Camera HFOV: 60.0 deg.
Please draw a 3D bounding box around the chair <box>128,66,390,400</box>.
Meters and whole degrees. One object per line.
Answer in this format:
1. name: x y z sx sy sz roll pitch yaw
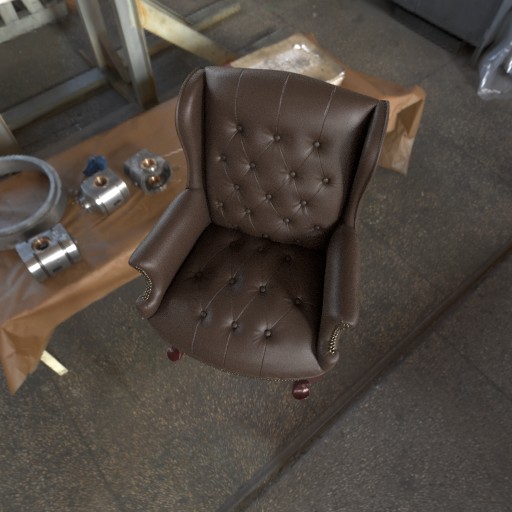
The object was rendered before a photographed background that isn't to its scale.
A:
1. chair: 0.000 0.000 1.715 0.829 1.132 0.819 15 60 9
